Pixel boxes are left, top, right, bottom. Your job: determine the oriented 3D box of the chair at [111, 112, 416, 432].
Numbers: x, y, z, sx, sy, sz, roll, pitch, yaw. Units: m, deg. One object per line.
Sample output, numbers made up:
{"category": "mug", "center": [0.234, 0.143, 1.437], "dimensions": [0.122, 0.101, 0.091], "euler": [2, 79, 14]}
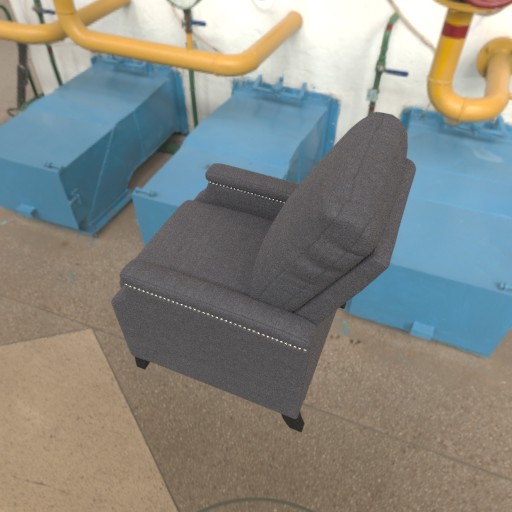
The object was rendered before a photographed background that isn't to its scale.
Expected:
{"category": "chair", "center": [0.000, 0.000, 1.653], "dimensions": [0.922, 1.049, 0.710], "euler": [17, 48, 16]}
